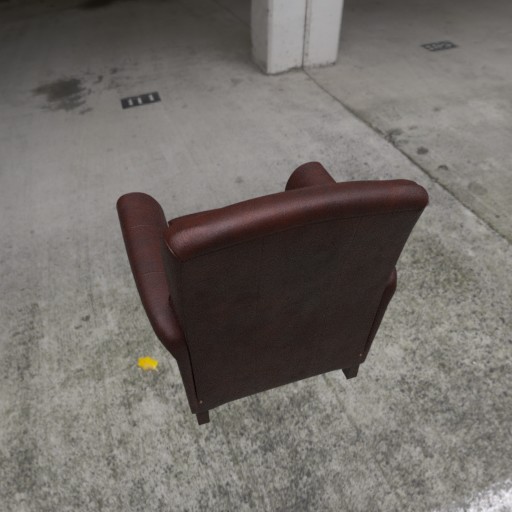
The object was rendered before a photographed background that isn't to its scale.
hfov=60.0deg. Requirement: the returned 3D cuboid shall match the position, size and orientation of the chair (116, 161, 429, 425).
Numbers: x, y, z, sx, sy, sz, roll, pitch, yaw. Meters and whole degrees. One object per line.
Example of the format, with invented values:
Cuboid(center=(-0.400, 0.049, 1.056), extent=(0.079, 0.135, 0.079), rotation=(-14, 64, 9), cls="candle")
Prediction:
Cuboid(center=(0.000, 0.000, 1.756), extent=(0.978, 1.061, 0.902), rotation=(-12, 42, -14), cls="chair")
